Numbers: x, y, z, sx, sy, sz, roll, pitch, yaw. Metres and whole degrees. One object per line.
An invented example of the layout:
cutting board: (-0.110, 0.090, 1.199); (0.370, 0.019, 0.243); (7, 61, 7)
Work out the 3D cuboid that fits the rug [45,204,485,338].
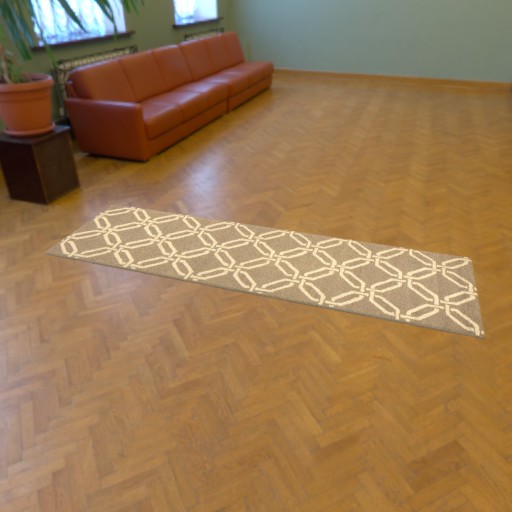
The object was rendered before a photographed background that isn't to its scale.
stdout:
rug: (0.000, 0.000, 2.463); (2.276, 0.014, 0.678); (10, 33, 15)
